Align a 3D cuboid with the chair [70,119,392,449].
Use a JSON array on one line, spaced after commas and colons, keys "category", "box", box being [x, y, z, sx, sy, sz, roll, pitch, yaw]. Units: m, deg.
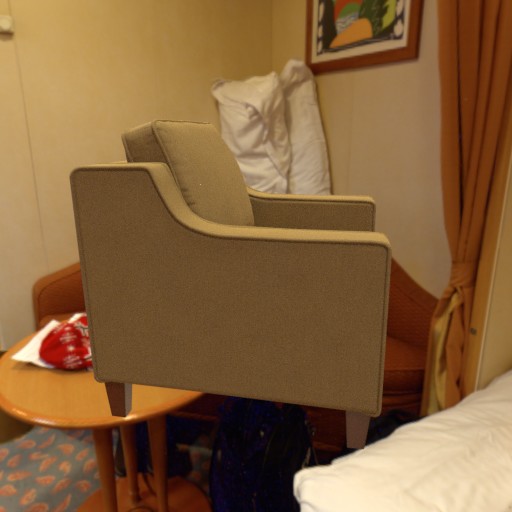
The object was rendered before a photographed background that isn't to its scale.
[{"category": "chair", "box": [0.000, 0.000, 1.636, 0.909, 0.960, 0.831, 3, 16, 11]}]
